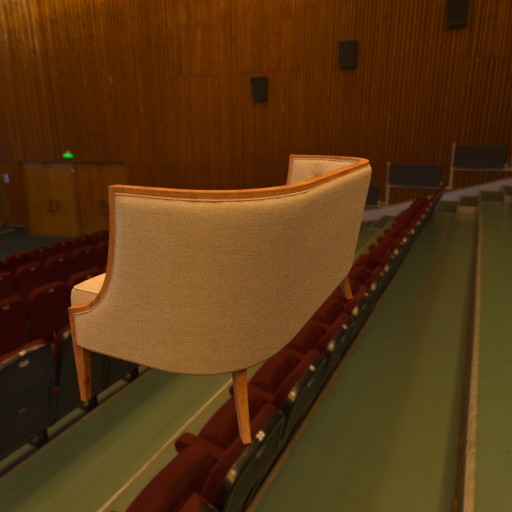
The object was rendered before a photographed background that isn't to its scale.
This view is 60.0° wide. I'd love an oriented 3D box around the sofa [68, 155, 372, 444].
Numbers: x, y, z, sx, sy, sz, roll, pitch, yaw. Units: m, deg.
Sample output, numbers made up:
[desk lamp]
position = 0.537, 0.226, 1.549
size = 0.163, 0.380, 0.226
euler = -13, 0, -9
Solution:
[sofa]
position = 0.000, 0.000, 1.947
size = 0.770, 0.775, 1.474
euler = 8, 18, 24
